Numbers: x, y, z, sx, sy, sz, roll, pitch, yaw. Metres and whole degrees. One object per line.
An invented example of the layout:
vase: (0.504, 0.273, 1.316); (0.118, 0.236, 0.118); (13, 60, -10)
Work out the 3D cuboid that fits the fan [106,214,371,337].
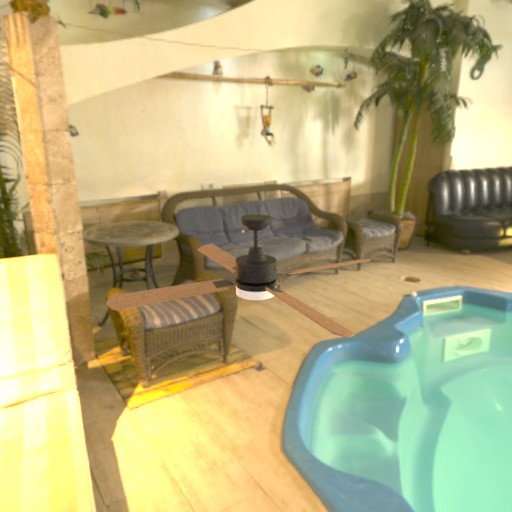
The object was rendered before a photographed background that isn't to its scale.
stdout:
fan: (0.000, 0.000, 1.999); (1.320, 0.355, 1.320); (-8, 18, -26)
